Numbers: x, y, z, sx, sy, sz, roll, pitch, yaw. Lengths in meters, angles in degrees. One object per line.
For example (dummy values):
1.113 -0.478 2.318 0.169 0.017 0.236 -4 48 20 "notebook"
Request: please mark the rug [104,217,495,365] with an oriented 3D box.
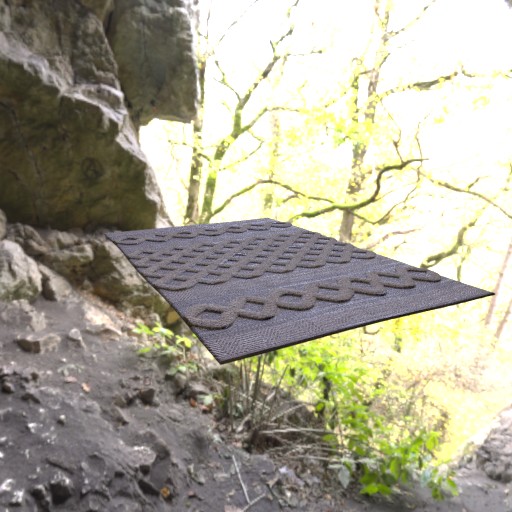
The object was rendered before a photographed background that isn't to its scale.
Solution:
0.000 0.000 2.882 1.513 0.033 2.333 -8 17 -27 "rug"
